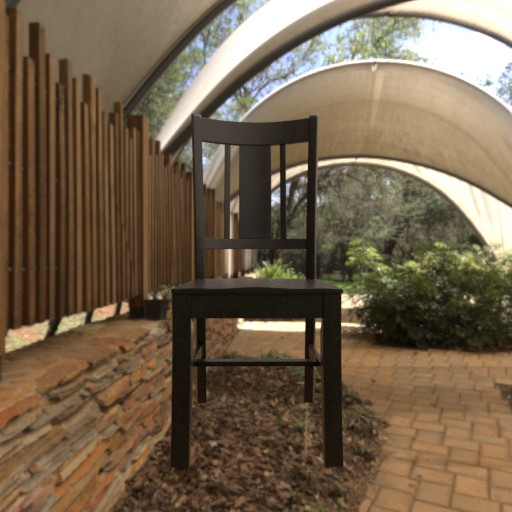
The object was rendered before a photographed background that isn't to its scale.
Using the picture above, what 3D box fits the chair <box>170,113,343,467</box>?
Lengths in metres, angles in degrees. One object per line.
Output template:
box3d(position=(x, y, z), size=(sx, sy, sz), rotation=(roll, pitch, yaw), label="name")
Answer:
box3d(position=(0.000, 0.000, 1.314), size=(0.450, 0.998, 0.555), rotation=(0, 0, -1), label="chair")
